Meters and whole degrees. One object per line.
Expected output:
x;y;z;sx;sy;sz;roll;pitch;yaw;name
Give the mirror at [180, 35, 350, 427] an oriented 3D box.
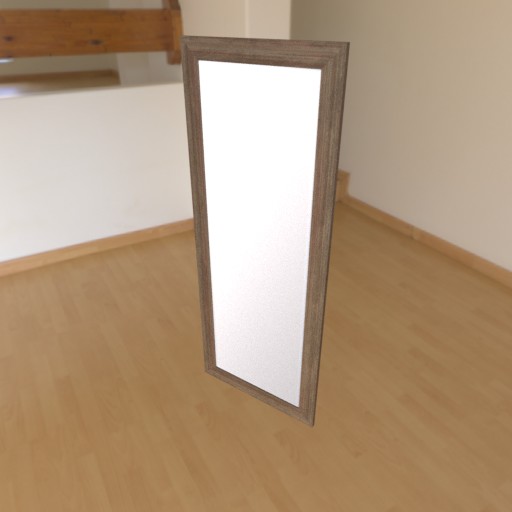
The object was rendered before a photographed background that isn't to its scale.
0.000;0.000;2.304;0.812;2.032;0.025;18;34;29;mirror
